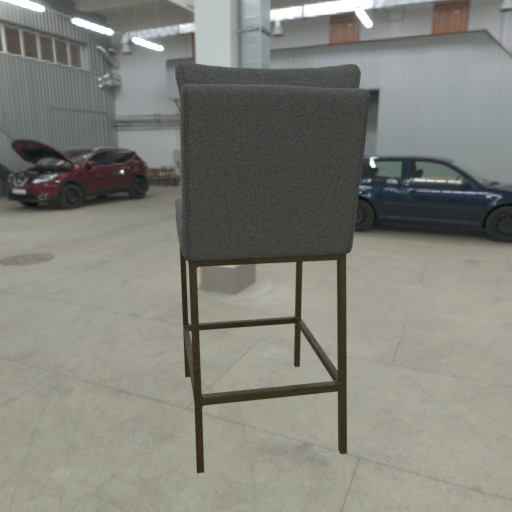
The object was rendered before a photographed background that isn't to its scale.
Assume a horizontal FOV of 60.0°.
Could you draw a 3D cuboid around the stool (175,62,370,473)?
[{"bbox_3d":[0.000,0.000,1.336,0.463,1.030,0.569,-3,14,-10],"label":"stool"}]
